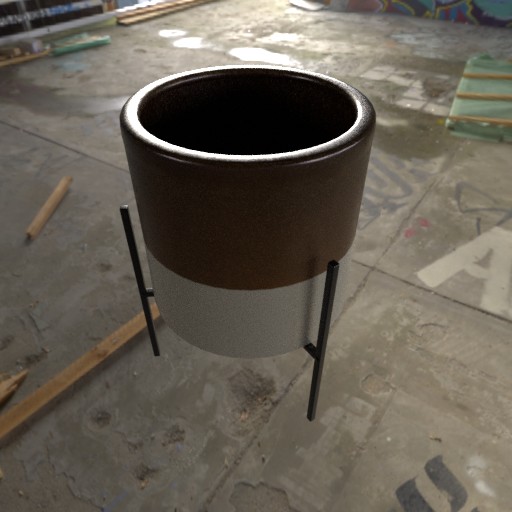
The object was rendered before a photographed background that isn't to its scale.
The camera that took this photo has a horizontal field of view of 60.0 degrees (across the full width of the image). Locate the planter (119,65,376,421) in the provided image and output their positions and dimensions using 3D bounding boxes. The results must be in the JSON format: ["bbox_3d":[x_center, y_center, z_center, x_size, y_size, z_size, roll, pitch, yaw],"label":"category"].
[{"bbox_3d":[0.000,0.000,0.546,0.255,0.375,0.269,-25,46,-27],"label":"planter"}]
